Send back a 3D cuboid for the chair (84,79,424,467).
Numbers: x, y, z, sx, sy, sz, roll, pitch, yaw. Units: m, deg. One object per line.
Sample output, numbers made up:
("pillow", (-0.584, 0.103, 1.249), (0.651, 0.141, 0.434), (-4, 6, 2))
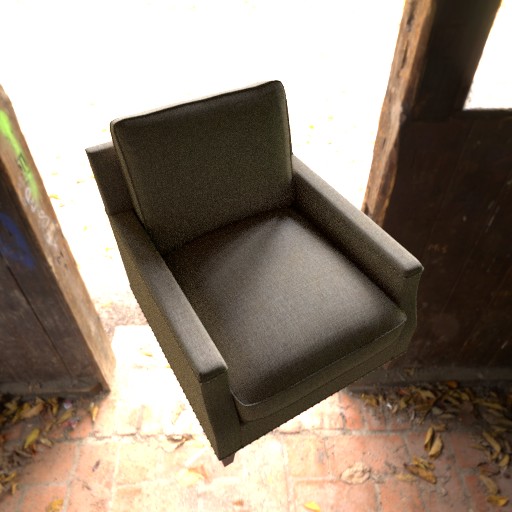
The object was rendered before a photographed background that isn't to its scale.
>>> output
("chair", (0.000, 0.000, 1.669), (0.853, 0.943, 1.014), (-23, 50, -21))
